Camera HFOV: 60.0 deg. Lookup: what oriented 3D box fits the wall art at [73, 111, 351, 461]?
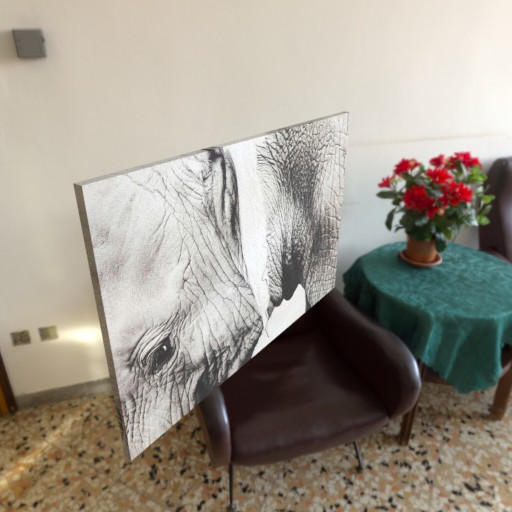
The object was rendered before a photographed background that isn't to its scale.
[{"bbox_3d":[0.000,0.000,1.143,0.023,0.607,0.914,19,32,33],"label":"wall art"}]
